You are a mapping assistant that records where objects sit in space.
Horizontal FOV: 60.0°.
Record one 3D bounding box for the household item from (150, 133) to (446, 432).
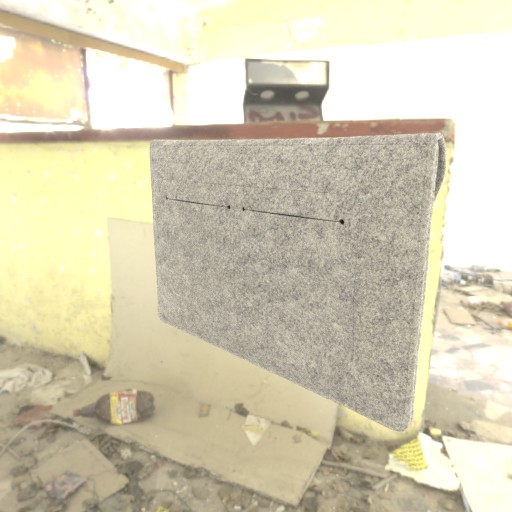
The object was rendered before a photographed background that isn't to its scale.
[{"bbox_3d":[0.000,0.000,0.427,0.335,0.221,0.057,13,19,43],"label":"household item"}]
